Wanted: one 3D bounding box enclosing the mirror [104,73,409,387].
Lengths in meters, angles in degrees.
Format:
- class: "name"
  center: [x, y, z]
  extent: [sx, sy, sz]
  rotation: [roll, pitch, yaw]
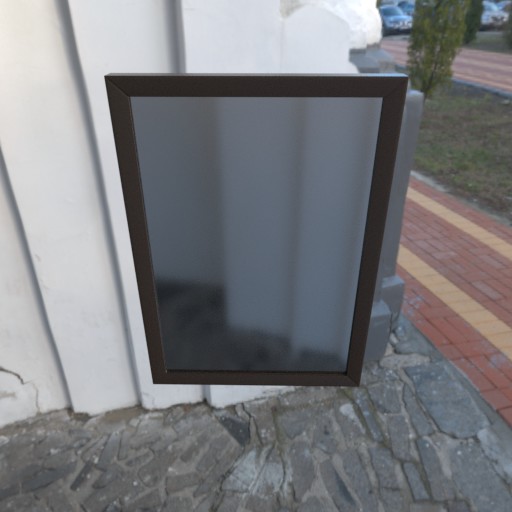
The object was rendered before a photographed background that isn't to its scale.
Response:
- class: "mirror"
  center: [0.000, 0.000, 0.929]
  extent: [0.507, 0.710, 0.040]
  rotation: [0, 30, 1]
